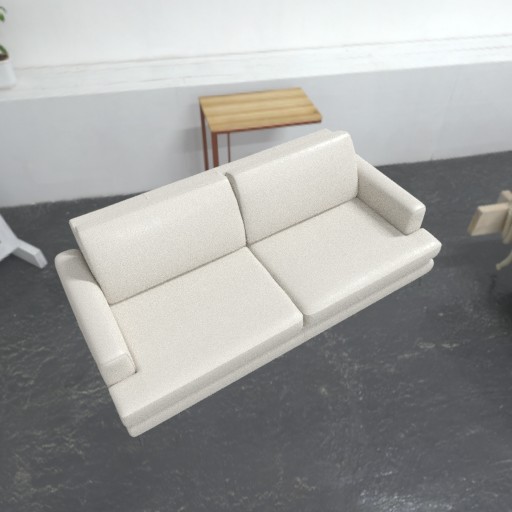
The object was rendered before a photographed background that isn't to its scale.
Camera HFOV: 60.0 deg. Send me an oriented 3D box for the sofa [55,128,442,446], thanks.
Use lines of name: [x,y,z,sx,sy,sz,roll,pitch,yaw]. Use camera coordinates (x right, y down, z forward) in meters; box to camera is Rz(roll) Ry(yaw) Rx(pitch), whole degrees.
sofa: [0.000,0.000,2.457,1.940,0.765,0.974,-25,52,-21]
